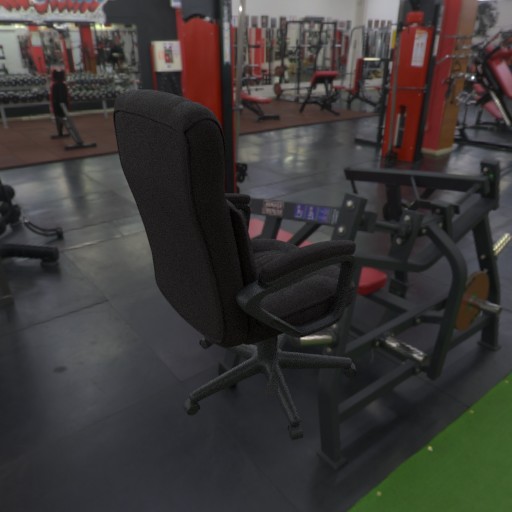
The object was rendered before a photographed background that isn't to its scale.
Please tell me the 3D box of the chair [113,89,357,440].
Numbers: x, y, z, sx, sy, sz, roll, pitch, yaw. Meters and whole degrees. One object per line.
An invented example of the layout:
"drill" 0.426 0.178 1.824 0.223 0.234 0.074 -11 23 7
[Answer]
"chair" 0.000 0.000 1.531 0.724 1.105 0.667 -17 30 -31
